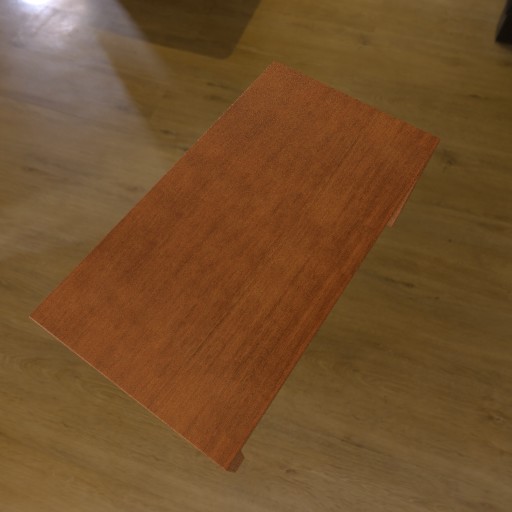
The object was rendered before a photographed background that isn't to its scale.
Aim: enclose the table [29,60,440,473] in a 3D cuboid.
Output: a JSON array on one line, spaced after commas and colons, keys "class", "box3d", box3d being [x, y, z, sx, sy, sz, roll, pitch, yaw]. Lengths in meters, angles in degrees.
[{"class": "table", "box3d": [0.000, 0.000, 1.293, 0.549, 0.419, 1.000, 32, 68, 15]}]
